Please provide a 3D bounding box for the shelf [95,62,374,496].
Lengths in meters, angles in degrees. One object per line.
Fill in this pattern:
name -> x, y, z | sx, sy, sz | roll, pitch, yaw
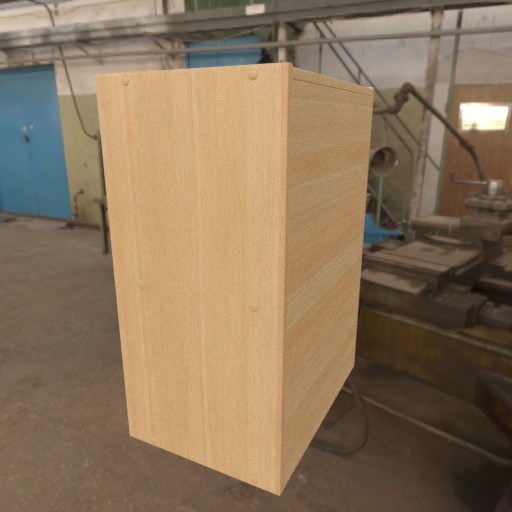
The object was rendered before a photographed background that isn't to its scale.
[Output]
shelf -> 0.000, 0.000, 0.808 | 0.290, 0.592, 0.414 | 8, 19, 26
